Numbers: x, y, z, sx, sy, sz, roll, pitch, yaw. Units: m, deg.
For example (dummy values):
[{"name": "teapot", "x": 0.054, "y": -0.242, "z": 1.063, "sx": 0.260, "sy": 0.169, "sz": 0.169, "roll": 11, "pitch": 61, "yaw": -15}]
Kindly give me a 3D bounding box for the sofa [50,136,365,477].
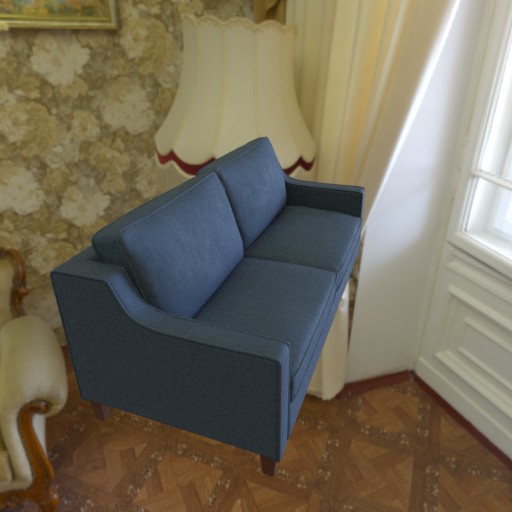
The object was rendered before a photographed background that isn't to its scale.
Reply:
[{"name": "sofa", "x": 0.000, "y": 0.000, "z": 2.773, "sx": 1.066, "sy": 1.071, "sz": 2.178, "roll": 10, "pitch": 28, "yaw": 18}]
